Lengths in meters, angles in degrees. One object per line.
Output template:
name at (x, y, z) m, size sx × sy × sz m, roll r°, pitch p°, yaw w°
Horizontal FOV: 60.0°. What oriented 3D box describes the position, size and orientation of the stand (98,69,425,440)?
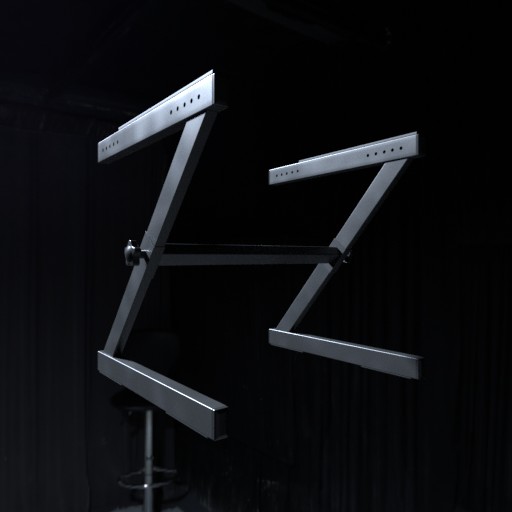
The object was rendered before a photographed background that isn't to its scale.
stand at (0.000, 0.000, 1.148) m, size 0.700 × 0.617 × 0.586 m, roll 0°, pitch 0°, yaw -38°
